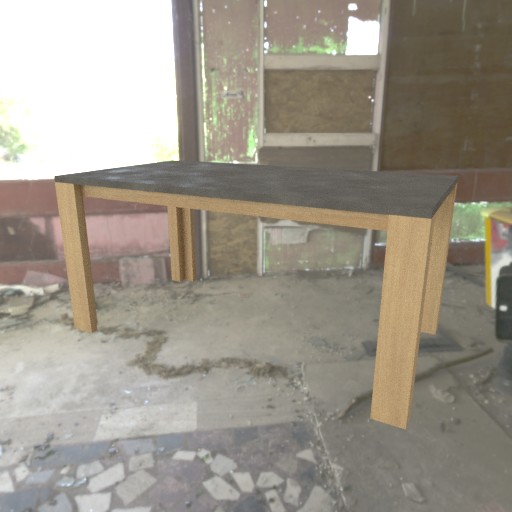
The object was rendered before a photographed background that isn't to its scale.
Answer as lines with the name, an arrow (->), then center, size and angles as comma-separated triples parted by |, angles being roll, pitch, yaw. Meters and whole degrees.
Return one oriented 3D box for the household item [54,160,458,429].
household item -> 0.000, 0.000, 2.099 | 1.600, 0.755, 0.850 | 9, 20, 27
